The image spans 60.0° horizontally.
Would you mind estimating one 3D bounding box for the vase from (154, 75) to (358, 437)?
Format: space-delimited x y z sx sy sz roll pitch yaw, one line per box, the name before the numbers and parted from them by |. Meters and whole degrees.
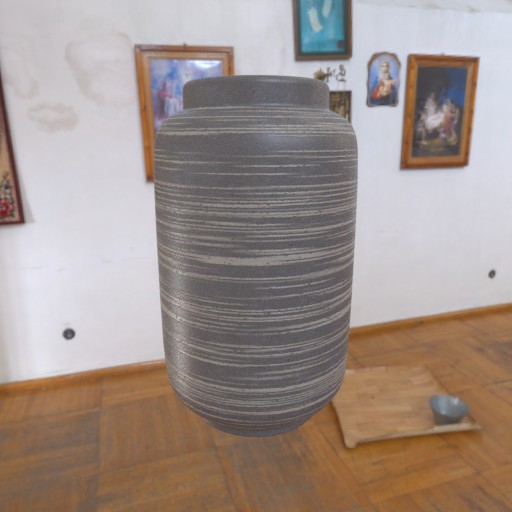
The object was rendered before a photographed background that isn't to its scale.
vase | 0.000 0.000 0.686 0.297 0.499 0.297 0 15 0
